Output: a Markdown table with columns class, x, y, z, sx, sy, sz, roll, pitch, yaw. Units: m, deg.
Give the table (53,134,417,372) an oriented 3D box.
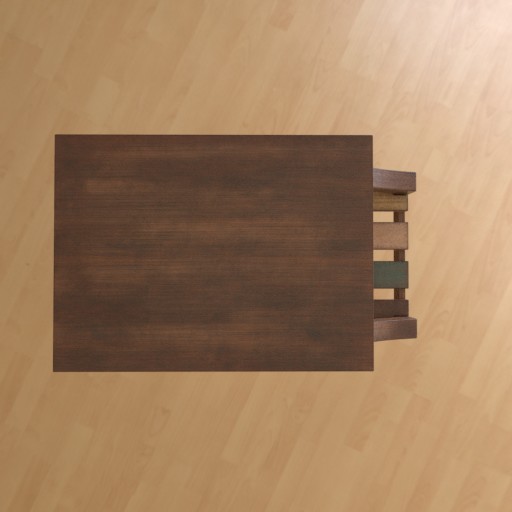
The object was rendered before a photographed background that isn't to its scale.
| class | x | y | z | sx | sy | sz | roll | pitch | yaw |
| --- | --- | --- | --- | --- | --- | --- | --- | --- | --- |
| table | 0.000 | 0.000 | 0.956 | 0.609 | 0.584 | 0.356 | 0 | 89 | 0 |
